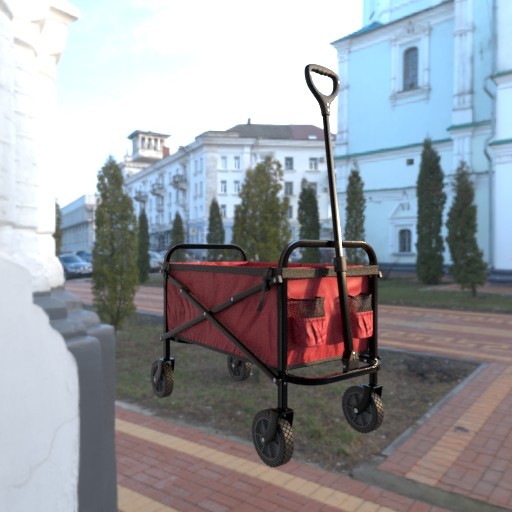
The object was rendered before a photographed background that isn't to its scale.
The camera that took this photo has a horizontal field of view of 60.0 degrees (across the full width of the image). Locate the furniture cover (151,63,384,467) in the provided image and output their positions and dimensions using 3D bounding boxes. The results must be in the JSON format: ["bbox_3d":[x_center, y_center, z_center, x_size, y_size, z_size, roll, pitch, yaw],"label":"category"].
[{"bbox_3d":[0.000,0.000,1.807,0.532,1.295,1.038,0,1,-37],"label":"furniture cover"}]
